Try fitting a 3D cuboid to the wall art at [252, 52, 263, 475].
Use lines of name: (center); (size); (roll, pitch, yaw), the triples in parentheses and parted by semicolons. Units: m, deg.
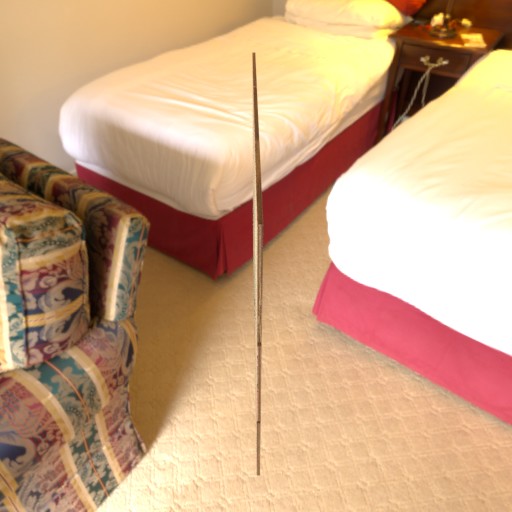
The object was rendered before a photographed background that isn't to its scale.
wall art: (0.000, 0.000, 1.795); (0.013, 1.213, 1.215); (-1, 40, -1)
